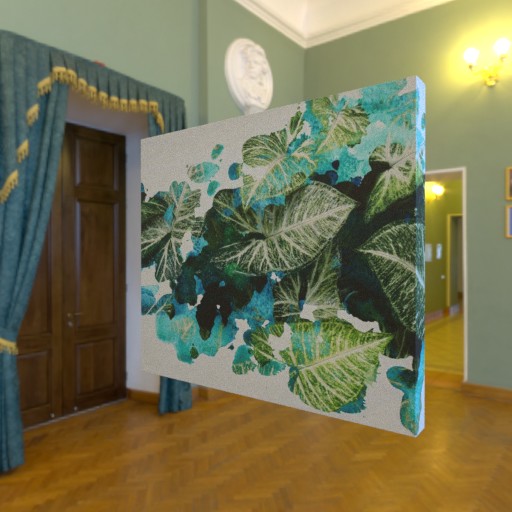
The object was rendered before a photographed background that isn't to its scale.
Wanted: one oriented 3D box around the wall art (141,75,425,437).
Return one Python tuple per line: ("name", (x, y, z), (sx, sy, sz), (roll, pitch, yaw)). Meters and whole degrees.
("wall art", (0.000, 0.000, 0.698), (0.507, 0.435, 0.041), (0, 1, 36))
